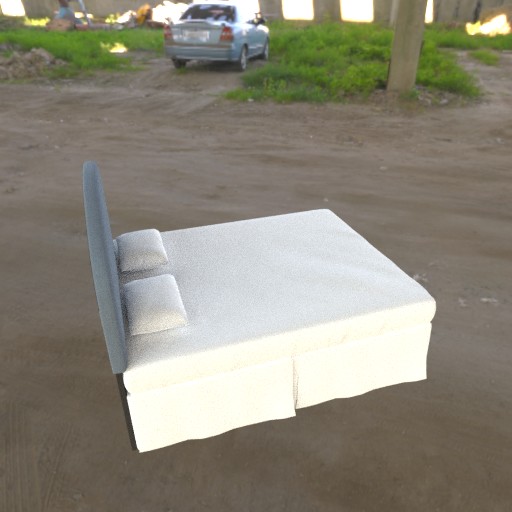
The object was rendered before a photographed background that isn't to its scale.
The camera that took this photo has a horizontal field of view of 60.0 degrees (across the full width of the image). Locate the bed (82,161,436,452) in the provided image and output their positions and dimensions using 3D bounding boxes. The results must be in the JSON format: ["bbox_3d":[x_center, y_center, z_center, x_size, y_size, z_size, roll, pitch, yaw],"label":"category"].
[{"bbox_3d":[0.000,0.000,3.039,2.005,1.410,1.607,-10,31,-16],"label":"bed"}]
